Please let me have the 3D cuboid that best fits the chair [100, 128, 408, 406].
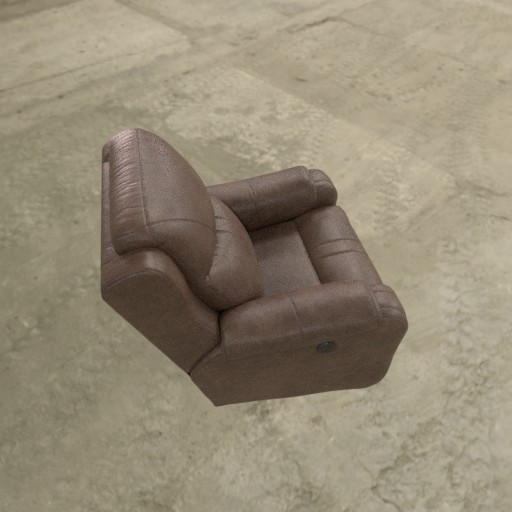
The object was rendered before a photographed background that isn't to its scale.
[{"bbox_3d":[0.000,0.000,1.820,1.067,0.990,0.940,-10,47,-9],"label":"chair"}]
